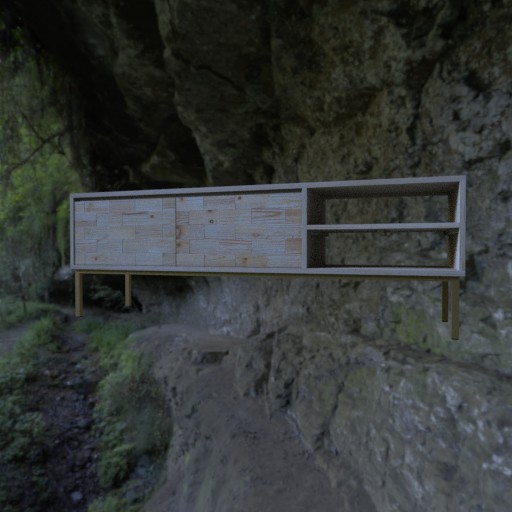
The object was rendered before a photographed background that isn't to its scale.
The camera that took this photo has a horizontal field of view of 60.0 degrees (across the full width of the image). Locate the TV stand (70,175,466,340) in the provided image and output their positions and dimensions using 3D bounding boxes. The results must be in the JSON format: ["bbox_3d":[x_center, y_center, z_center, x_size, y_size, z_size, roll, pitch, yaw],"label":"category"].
[{"bbox_3d":[0.000,0.000,1.918,1.600,0.550,0.420,0,1,18],"label":"TV stand"}]
